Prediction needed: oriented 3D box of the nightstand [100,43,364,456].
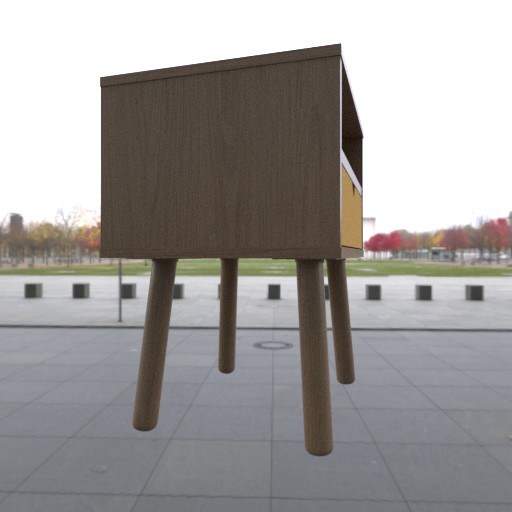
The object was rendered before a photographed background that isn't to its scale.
[{"bbox_3d":[0.000,0.000,0.864,0.380,0.571,0.450,0,0,17],"label":"nightstand"}]
